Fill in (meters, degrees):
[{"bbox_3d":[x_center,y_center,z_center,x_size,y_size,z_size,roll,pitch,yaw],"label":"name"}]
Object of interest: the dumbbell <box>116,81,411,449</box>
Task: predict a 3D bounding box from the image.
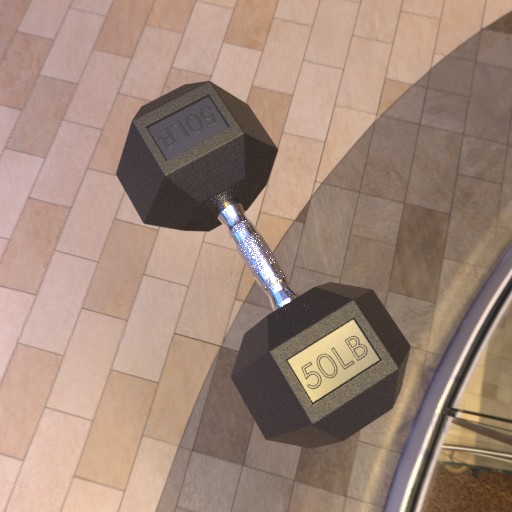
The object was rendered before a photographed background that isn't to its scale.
[{"bbox_3d":[0.000,0.000,0.474,0.173,0.150,0.384,-30,78,-7],"label":"dumbbell"}]
